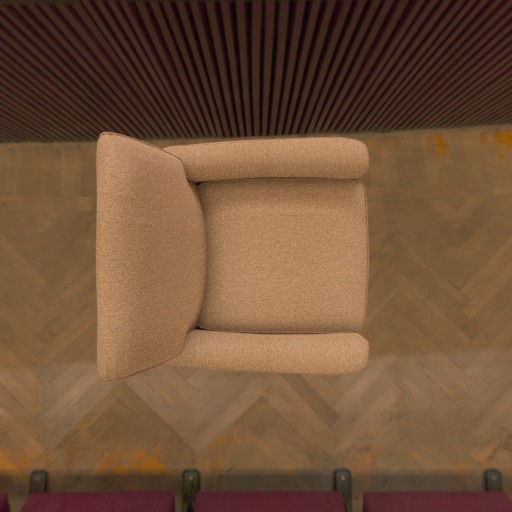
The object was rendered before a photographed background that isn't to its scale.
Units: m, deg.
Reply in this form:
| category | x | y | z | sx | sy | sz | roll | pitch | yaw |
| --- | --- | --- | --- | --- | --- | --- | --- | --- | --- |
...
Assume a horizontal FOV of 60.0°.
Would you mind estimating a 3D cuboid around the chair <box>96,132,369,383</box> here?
| category | x | y | z | sx | sy | sz | roll | pitch | yaw |
| --- | --- | --- | --- | --- | --- | --- | --- | --- | --- |
| chair | 0.000 | 0.000 | 1.646 | 0.864 | 1.014 | 0.848 | 0 | 91 | 0 |
